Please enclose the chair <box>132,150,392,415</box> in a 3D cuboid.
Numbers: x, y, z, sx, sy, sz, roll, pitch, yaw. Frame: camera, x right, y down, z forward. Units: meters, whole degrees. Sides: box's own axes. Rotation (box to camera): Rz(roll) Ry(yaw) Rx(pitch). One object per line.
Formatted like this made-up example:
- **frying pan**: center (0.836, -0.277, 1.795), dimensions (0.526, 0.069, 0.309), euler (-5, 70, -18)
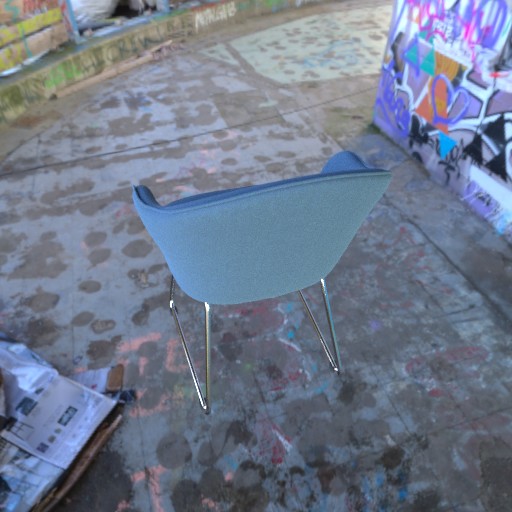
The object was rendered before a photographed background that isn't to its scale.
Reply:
- **chair**: center (0.000, 0.000, 1.204), dimensions (0.570, 0.815, 0.585), euler (-12, 43, -13)
